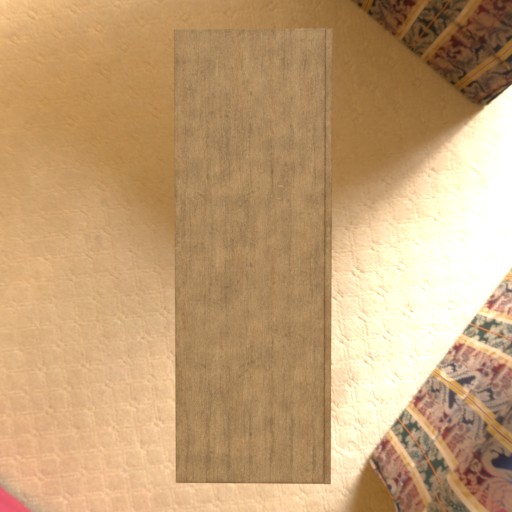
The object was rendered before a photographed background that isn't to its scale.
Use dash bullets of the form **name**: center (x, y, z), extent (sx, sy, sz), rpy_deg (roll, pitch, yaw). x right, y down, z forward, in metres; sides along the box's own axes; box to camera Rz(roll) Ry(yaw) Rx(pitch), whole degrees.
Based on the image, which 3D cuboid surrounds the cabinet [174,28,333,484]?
- **cabinet**: center (0.000, 0.000, 1.834), extent (0.511, 0.825, 1.460), rpy_deg (0, 91, 1)
